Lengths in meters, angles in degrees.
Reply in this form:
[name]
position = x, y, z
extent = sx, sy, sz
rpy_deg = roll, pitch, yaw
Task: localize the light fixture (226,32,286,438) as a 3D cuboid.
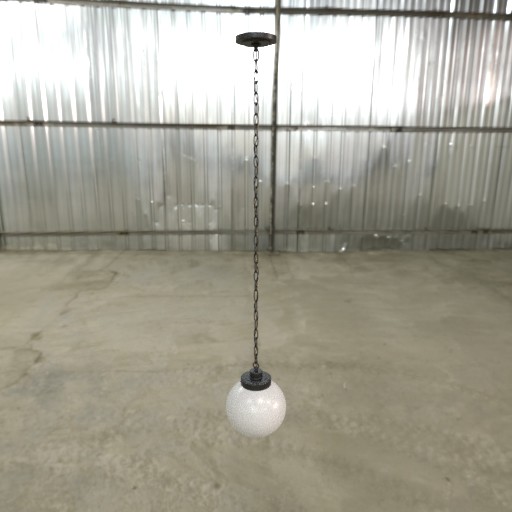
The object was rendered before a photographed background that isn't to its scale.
[light fixture]
position = 0.000, 0.000, 2.058
extent = 0.305, 1.867, 0.304
rpy_deg = 7, 15, 25
